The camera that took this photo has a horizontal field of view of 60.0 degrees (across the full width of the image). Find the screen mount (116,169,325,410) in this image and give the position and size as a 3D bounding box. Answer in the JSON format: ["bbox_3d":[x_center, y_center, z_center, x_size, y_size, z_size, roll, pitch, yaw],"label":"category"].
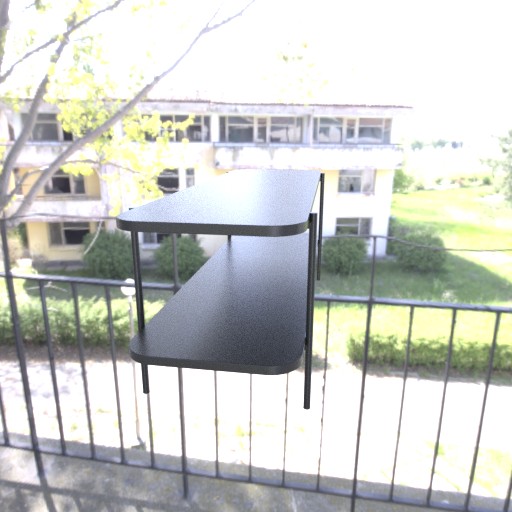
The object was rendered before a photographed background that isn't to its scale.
[{"bbox_3d":[0.000,0.000,1.406,0.400,0.447,1.200,3,16,9],"label":"screen mount"}]
